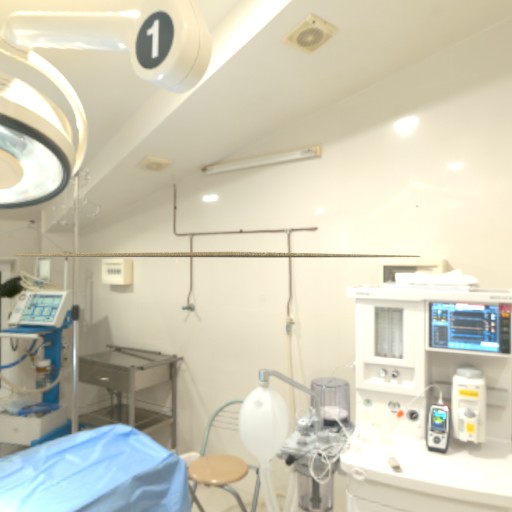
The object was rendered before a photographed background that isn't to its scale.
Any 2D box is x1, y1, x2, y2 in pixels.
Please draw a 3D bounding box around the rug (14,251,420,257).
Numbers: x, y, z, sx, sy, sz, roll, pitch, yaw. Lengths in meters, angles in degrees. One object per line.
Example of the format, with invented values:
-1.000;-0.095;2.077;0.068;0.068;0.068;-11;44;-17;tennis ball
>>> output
0.000;0.000;2.994;1.540;0.012;2.448;0;0;35;rug
